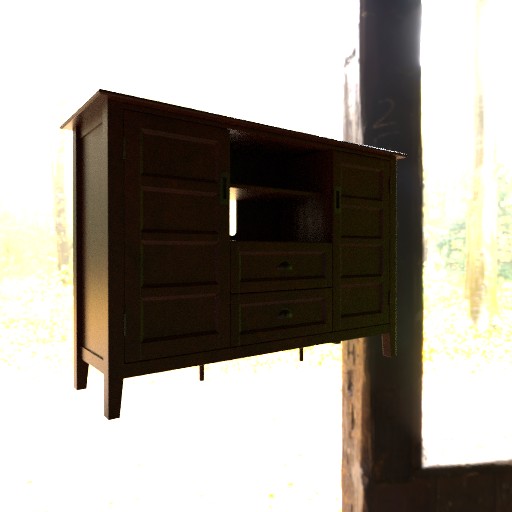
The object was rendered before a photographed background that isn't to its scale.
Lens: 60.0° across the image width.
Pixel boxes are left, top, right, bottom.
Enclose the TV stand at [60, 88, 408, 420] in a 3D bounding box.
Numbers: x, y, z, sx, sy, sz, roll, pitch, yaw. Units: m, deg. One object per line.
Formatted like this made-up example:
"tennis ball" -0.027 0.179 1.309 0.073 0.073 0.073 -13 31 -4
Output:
"TV stand" 0.000 0.000 1.775 1.372 0.915 0.445 0 1 -36
